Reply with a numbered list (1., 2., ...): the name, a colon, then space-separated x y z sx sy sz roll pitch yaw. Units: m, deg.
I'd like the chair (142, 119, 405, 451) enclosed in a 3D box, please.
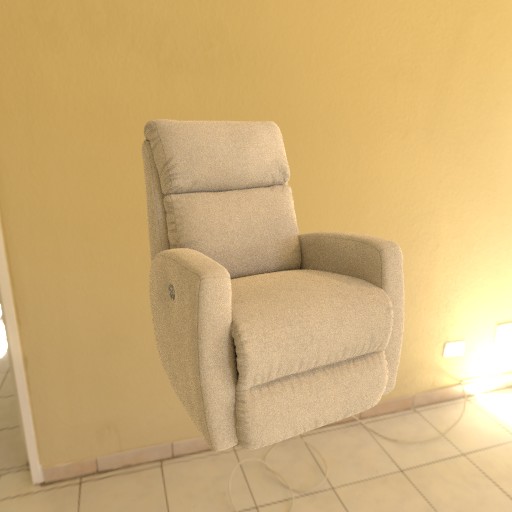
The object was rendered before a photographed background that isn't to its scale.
1. chair: 0.000 0.000 1.717 0.794 1.021 0.940 -8 18 -26
